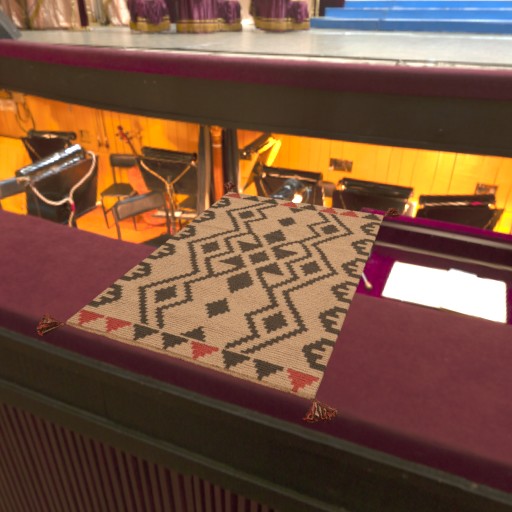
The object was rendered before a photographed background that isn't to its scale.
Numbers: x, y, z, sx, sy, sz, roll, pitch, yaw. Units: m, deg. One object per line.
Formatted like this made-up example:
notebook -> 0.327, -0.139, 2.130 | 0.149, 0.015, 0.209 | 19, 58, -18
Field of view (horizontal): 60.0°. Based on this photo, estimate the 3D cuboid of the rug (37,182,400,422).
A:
rug -> 0.000, 0.000, 2.627 | 1.444, 0.067, 2.069 | 11, 32, 19
